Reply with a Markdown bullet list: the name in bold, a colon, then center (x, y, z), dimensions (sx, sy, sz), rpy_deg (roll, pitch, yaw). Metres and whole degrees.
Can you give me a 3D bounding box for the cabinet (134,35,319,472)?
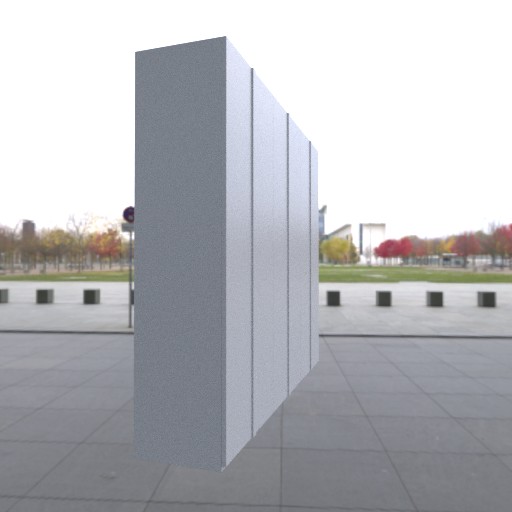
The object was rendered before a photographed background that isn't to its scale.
- **cabinet**: center (0.000, 0.000, 3.768), dimensions (0.590, 2.370, 2.700), rpy_deg (0, -1, 19)
